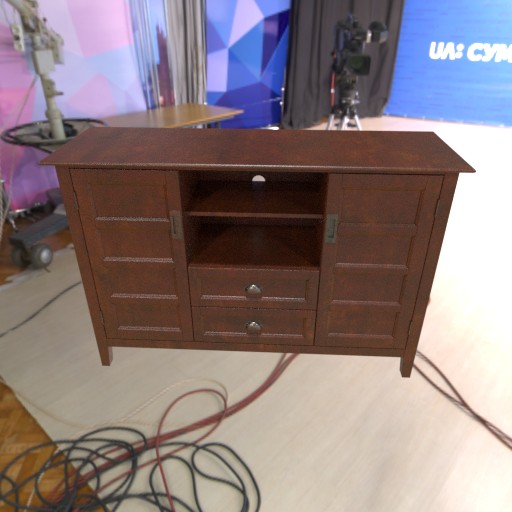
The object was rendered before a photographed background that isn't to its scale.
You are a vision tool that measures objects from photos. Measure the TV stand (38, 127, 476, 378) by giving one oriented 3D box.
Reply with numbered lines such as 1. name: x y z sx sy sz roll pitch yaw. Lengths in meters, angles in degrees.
1. TV stand: 0.000 0.000 1.803 1.372 0.915 0.445 2 30 3
